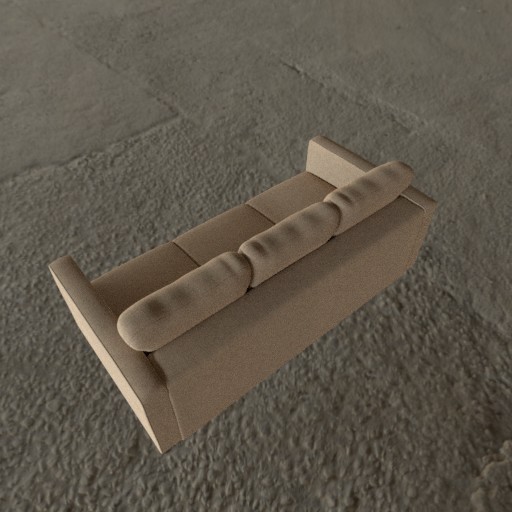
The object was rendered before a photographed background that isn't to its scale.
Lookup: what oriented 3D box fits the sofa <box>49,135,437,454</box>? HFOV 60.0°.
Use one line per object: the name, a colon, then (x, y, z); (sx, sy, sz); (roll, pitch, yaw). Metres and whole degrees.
sofa: (0.000, 0.000, 2.421); (1.855, 0.800, 0.930); (-31, 53, -26)
